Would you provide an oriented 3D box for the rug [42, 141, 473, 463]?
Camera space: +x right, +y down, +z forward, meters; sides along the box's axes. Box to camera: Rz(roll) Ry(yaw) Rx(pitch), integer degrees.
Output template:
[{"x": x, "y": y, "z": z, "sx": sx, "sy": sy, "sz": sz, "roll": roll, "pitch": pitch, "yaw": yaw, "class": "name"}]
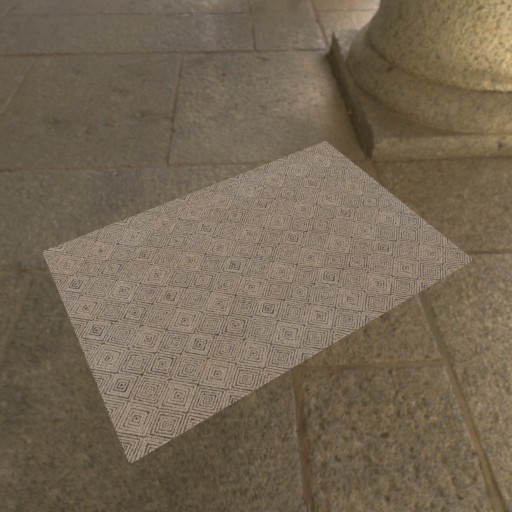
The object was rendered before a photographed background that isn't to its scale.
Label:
[{"x": 0.000, "y": 0.000, "z": 2.195, "sx": 1.783, "sy": 0.008, "sz": 1.175, "roll": -25, "pitch": 54, "yaw": -20, "class": "rug"}]
